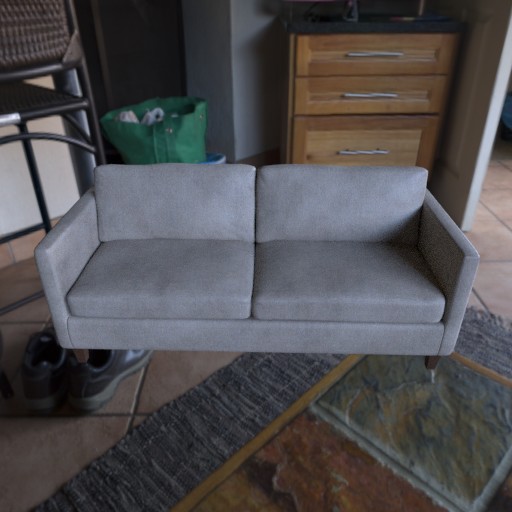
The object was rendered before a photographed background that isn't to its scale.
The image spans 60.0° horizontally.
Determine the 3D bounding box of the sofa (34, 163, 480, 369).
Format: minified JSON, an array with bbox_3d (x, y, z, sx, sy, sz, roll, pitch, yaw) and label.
[{"bbox_3d":[0.000,0.000,2.663,2.208,0.965,0.951,1,30,1],"label":"sofa"}]
